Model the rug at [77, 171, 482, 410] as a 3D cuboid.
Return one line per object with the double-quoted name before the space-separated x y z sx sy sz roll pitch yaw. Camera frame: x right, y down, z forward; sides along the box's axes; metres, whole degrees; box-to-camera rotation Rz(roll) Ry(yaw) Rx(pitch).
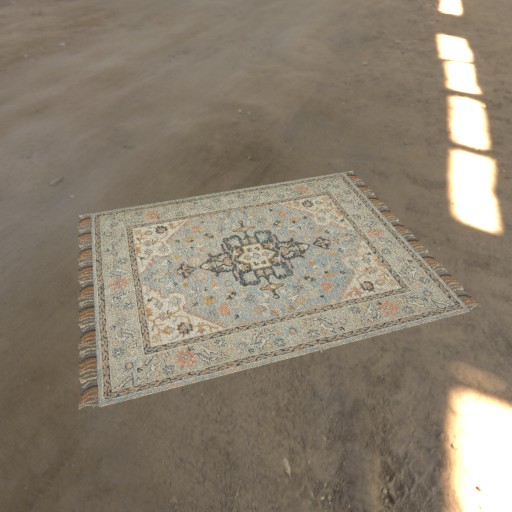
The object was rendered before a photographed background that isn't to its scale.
"rug" 0.000 0.000 2.248 1.730 0.009 1.278 -11 42 -13
